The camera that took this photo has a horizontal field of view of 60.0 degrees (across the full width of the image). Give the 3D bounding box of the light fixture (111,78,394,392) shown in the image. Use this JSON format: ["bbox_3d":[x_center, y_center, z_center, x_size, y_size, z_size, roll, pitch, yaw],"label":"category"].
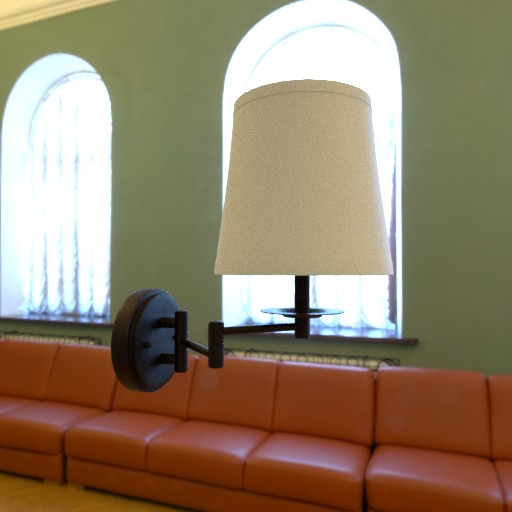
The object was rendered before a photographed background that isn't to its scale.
[{"bbox_3d":[0.000,0.000,0.264,0.157,0.172,0.100,-1,-2,19],"label":"light fixture"}]
